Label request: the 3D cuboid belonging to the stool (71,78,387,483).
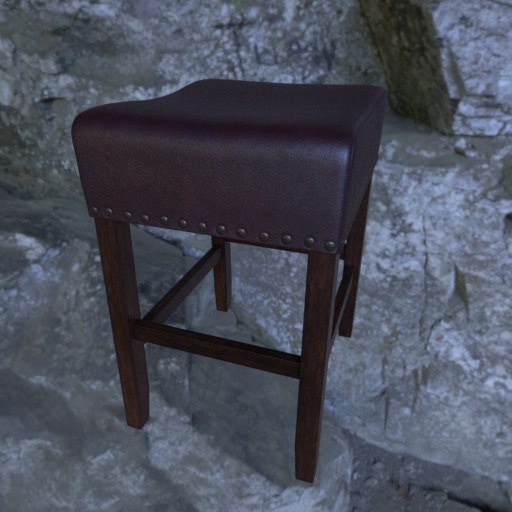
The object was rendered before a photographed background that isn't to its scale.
[{"bbox_3d":[0.000,0.000,0.879,0.397,0.608,0.465,9,29,17],"label":"stool"}]
